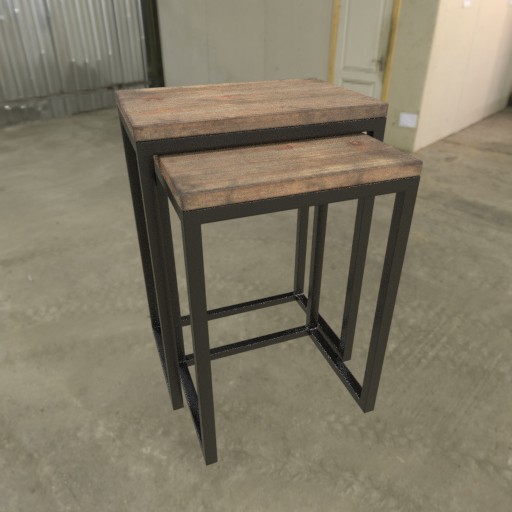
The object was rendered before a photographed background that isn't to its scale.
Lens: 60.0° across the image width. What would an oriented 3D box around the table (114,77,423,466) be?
[{"bbox_3d":[0.000,0.000,0.930,0.456,0.615,0.460,-10,32,-16],"label":"table"}]
